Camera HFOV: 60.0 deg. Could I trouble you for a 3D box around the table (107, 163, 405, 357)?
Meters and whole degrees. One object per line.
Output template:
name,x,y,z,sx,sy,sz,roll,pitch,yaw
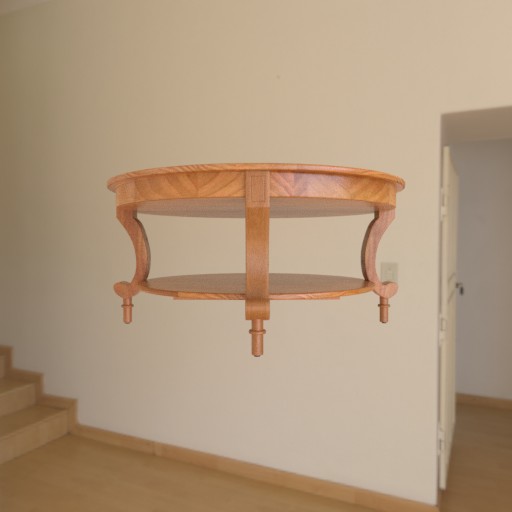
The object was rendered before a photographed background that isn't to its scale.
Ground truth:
table,0.000,0.000,1.610,1.029,0.490,1.029,0,2,0
